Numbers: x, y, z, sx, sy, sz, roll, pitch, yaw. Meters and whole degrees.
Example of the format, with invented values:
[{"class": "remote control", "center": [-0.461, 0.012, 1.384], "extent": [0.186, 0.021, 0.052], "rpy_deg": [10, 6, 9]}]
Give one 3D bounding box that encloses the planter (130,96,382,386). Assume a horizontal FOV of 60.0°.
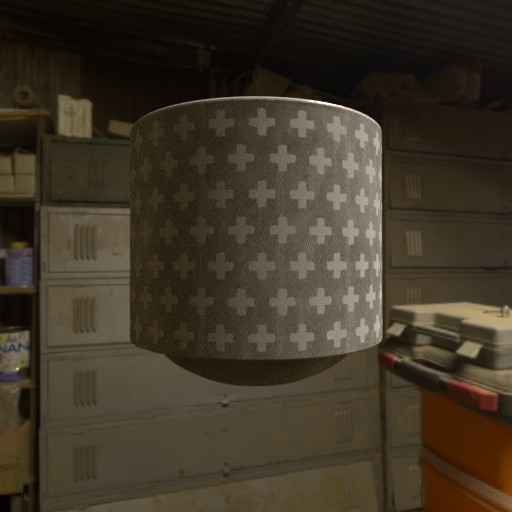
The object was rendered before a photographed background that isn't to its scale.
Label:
[{"class": "planter", "center": [0.000, 0.000, 0.347], "extent": [0.190, 0.181, 0.190], "rpy_deg": [0, 0, 0]}]
